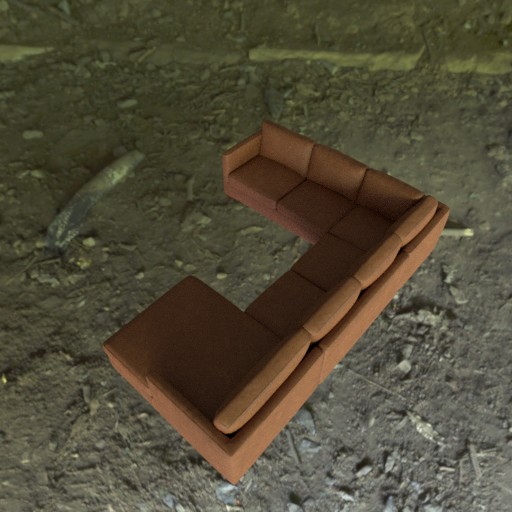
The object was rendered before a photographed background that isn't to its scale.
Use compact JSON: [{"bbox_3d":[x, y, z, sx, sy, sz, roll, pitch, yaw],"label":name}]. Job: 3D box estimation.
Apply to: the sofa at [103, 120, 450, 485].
[{"bbox_3d":[0.000,0.000,4.628,2.593,0.923,3.460,33,55,27],"label":"sofa"}]
